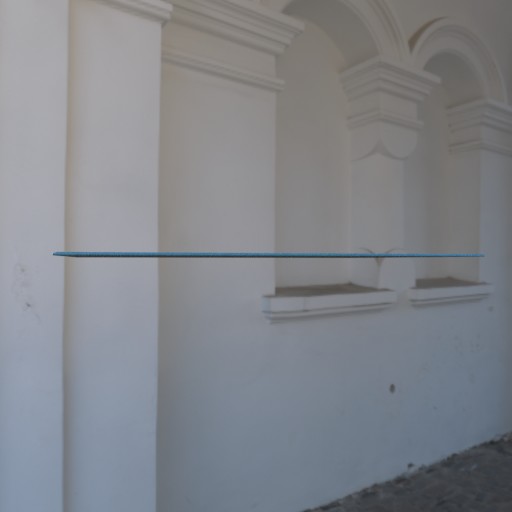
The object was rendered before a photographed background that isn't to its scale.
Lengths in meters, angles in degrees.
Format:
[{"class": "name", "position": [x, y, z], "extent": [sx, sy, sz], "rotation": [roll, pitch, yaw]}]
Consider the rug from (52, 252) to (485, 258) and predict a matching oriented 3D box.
[{"class": "rug", "position": [0.000, 0.000, 3.527], "extent": [2.769, 0.018, 1.830], "rotation": [0, -1, -19]}]
